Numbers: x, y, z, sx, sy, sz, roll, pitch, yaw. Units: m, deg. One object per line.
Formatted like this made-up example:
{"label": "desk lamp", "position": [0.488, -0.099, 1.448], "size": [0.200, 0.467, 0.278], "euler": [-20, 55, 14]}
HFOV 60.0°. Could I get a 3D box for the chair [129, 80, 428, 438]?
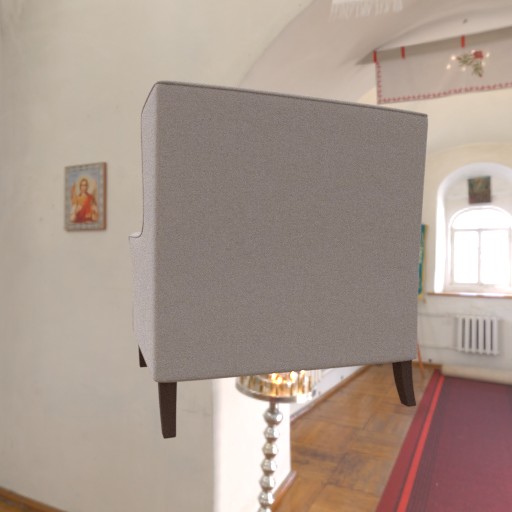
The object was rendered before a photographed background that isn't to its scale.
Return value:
{"label": "chair", "position": [0.000, 0.000, 1.856], "size": [0.982, 1.056, 1.040], "euler": [0, 0, -19]}
